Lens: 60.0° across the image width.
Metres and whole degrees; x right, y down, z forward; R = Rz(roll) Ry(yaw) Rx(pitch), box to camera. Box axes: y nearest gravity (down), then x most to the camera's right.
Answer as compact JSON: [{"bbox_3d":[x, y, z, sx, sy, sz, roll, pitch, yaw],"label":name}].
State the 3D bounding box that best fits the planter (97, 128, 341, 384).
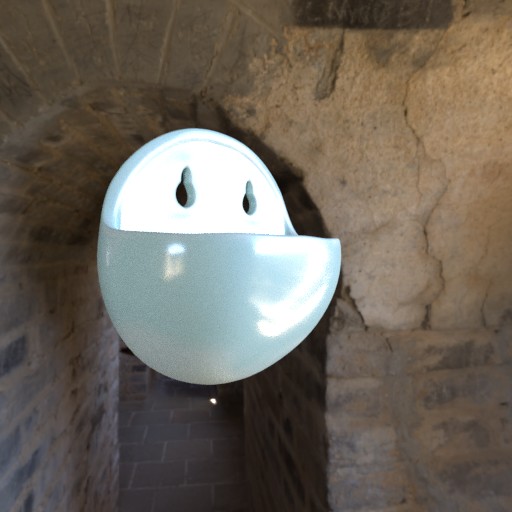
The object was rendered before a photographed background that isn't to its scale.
[{"bbox_3d":[0.000,0.000,0.277,0.073,0.164,0.189,0,1,36],"label":"planter"}]
